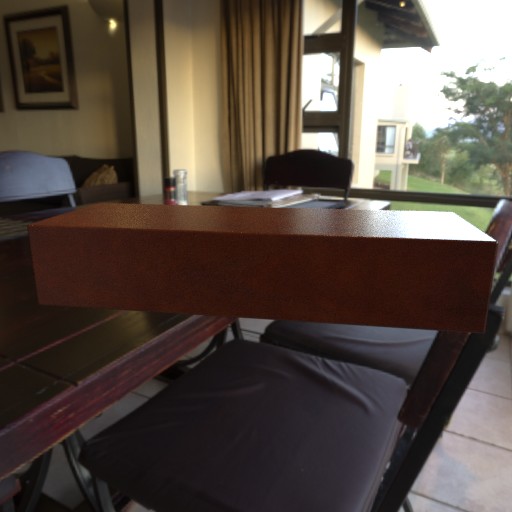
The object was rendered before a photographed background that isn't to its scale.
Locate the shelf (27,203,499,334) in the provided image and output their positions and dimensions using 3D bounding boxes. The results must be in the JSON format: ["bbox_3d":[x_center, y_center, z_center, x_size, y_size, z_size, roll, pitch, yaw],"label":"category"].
[{"bbox_3d":[0.000,0.000,0.509,0.457,0.088,0.152,2,16,9],"label":"shelf"}]
